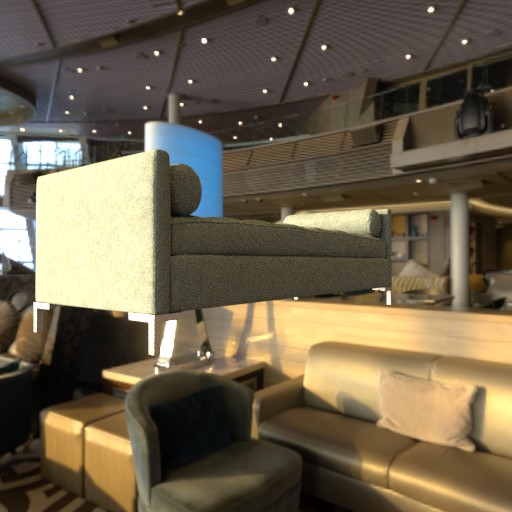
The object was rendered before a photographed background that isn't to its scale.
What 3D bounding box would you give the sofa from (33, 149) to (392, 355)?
[{"bbox_3d":[0.000,0.000,2.459,0.797,0.657,2.102,-1,-1,37],"label":"sofa"}]
